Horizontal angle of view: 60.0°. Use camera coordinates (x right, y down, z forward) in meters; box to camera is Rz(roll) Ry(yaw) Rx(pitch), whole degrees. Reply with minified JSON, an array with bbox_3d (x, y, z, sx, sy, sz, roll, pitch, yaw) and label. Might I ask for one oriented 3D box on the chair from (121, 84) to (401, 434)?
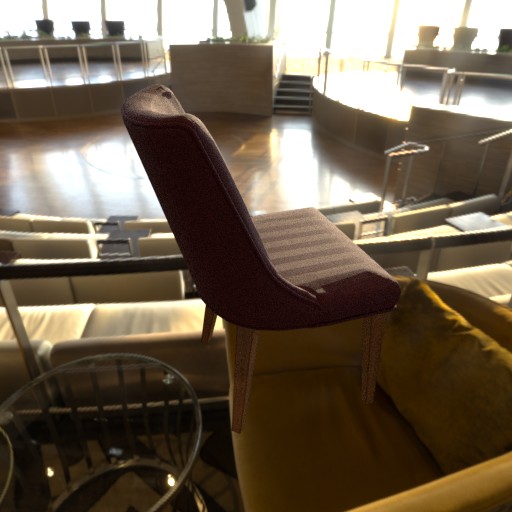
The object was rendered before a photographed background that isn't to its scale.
[{"bbox_3d":[0.000,0.000,1.299,0.638,0.916,0.548,-10,32,-16],"label":"chair"}]
